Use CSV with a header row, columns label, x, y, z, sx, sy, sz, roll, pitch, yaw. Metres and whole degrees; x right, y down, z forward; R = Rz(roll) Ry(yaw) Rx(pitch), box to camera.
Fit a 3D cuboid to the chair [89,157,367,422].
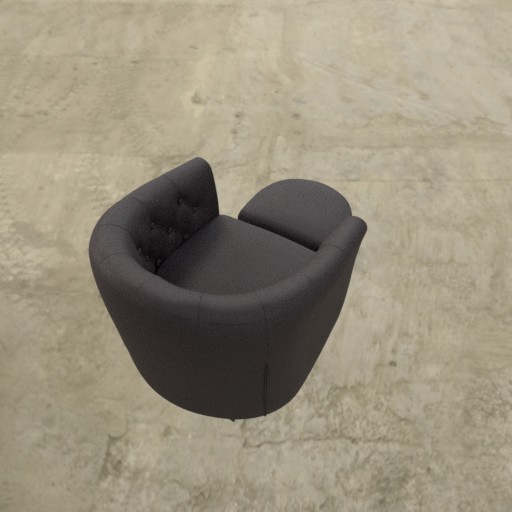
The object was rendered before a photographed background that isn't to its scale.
label,x,y,z,sx,sy,sz,roll,pitch,yaw
chair,0.000,0.000,1.717,0.763,0.760,1.191,24,51,21
